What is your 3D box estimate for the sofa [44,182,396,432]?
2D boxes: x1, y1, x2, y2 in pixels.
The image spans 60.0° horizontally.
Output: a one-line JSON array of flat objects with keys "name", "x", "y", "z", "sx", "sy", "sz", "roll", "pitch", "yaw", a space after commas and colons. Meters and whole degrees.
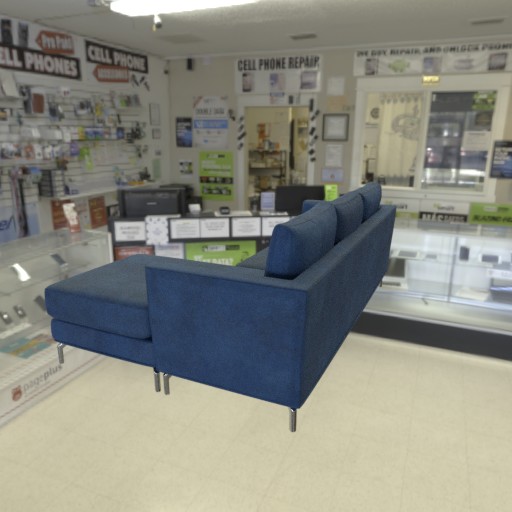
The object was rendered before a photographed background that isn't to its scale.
[{"name": "sofa", "x": 0.000, "y": 0.000, "z": 3.271, "sx": 1.622, "sy": 0.987, "sz": 2.438, "roll": 7, "pitch": 17, "yaw": 24}]
